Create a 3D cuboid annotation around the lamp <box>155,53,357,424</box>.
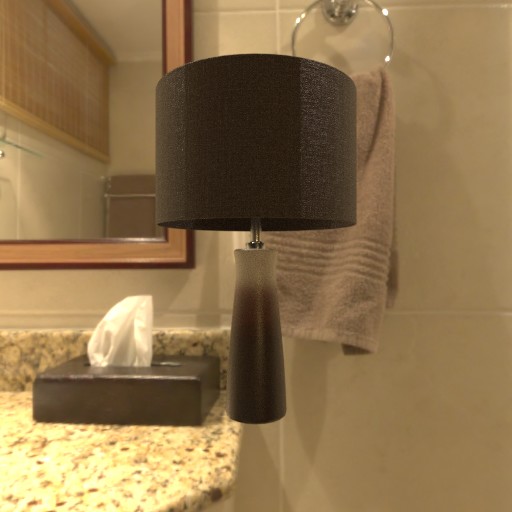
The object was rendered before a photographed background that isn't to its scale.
[{"bbox_3d":[0.000,0.000,0.684,0.303,0.488,0.303,0,0,0],"label":"lamp"}]
